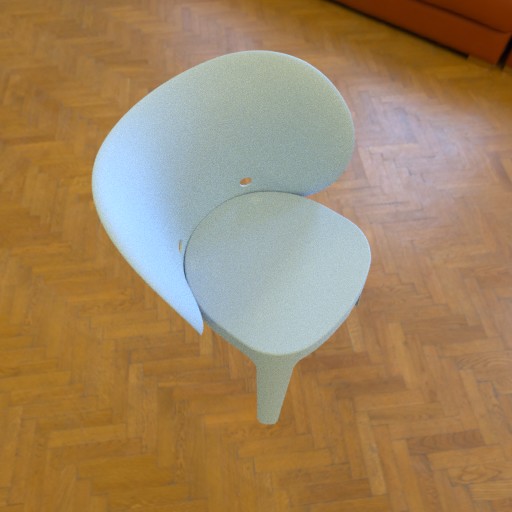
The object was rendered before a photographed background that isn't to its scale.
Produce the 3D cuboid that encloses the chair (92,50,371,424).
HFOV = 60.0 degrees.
[{"bbox_3d":[0.000,0.000,0.834,0.402,0.554,0.451,33,64,19],"label":"chair"}]
